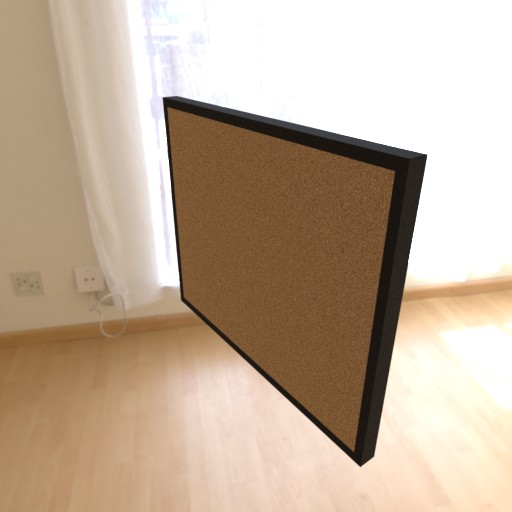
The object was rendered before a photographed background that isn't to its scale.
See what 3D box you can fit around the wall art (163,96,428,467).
[{"bbox_3d":[0.000,0.000,0.749,0.030,0.454,0.554,-19,32,-32],"label":"wall art"}]
